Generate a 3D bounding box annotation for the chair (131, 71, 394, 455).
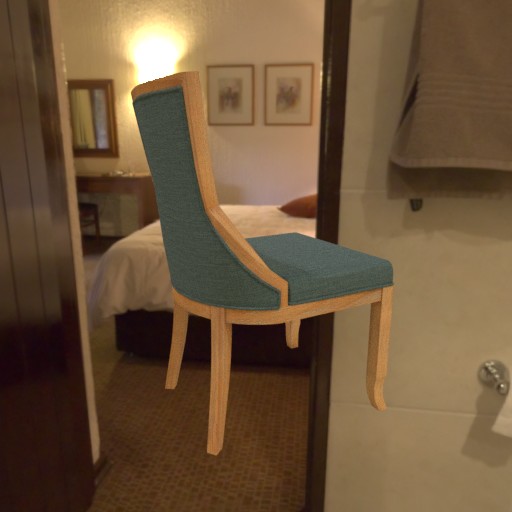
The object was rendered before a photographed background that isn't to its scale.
[{"bbox_3d":[0.000,0.000,1.336,0.641,0.947,0.524,-8,16,-28],"label":"chair"}]
